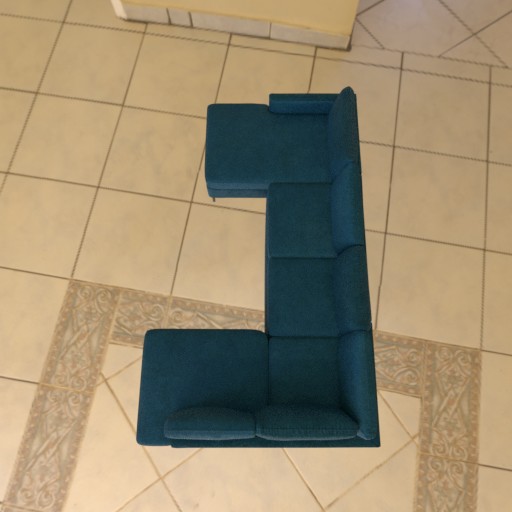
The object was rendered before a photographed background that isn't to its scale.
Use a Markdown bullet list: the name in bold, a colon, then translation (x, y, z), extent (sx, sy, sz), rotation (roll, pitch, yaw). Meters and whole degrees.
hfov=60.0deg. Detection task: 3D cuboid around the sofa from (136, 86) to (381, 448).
- **sofa**: translation (0.000, 0.000, 4.308), extent (2.055, 0.992, 3.434), rotation (0, 73, 0)
